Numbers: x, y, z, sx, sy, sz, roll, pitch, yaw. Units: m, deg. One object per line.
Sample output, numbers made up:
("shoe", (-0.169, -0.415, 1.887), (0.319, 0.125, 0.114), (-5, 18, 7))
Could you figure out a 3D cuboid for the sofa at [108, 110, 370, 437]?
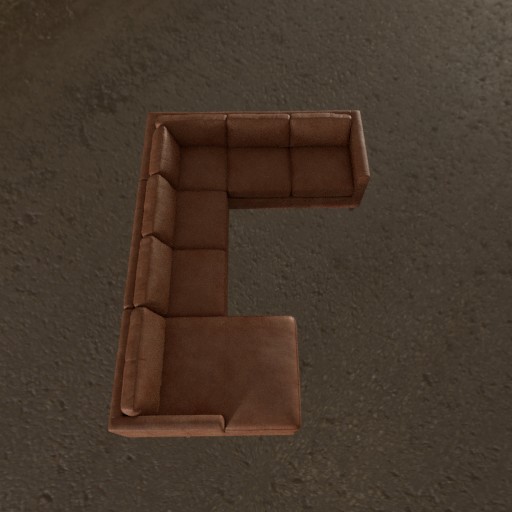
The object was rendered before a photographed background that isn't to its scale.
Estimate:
("sofa", (0.000, 0.000, 4.569), (2.430, 0.832, 3.401), (-1, 64, 0))
